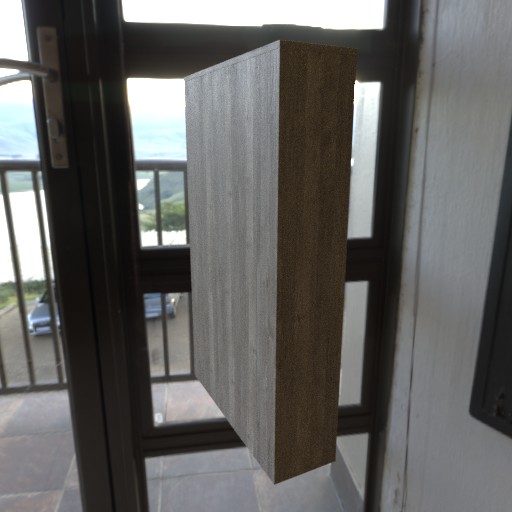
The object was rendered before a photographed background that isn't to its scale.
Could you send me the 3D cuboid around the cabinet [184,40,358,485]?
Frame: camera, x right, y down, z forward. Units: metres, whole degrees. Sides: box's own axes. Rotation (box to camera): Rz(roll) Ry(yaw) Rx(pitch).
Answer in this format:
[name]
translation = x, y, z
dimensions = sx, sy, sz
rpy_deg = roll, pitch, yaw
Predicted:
[cabinet]
translation = 0.000, 0.000, 1.606
dimensions = 0.250, 1.280, 0.750
rpy_deg = -7, 16, -26
